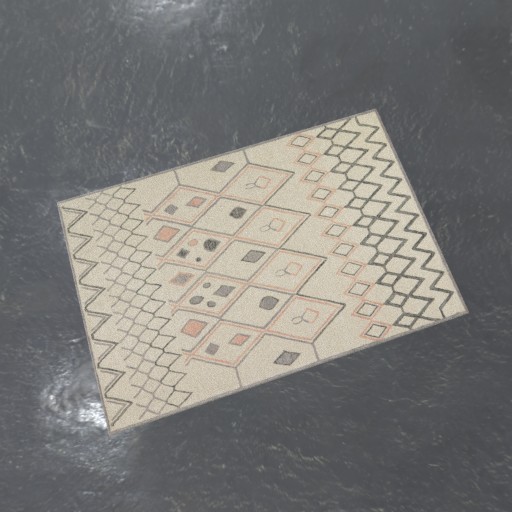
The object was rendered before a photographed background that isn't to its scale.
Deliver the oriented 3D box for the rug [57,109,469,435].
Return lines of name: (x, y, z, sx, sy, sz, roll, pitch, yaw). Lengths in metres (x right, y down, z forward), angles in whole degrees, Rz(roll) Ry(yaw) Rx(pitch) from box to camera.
rug: (0.000, 0.000, 2.280, 1.829, 0.016, 1.219, -18, 75, -5)
